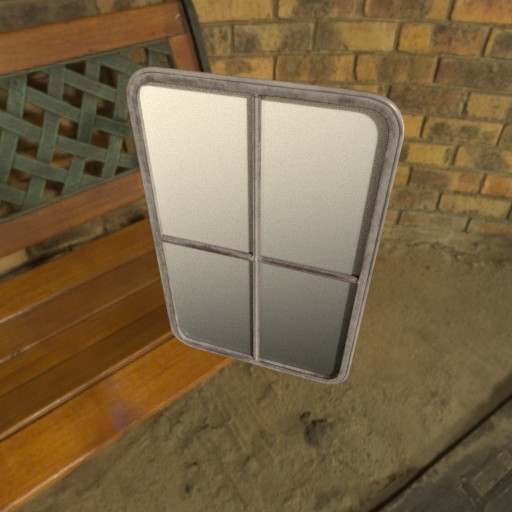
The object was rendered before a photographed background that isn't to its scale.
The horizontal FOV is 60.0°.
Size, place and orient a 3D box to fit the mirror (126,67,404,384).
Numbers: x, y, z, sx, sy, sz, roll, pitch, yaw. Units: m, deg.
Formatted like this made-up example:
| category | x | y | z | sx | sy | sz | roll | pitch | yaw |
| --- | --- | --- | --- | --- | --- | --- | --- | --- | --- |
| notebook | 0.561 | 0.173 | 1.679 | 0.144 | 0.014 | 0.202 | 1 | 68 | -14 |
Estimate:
| category | x | y | z | sx | sy | sz | roll | pitch | yaw |
| --- | --- | --- | --- | --- | --- | --- | --- | --- | --- |
| mirror | 0.000 | 0.000 | 0.902 | 0.461 | 0.713 | 0.024 | 12 | 42 | 14 |
